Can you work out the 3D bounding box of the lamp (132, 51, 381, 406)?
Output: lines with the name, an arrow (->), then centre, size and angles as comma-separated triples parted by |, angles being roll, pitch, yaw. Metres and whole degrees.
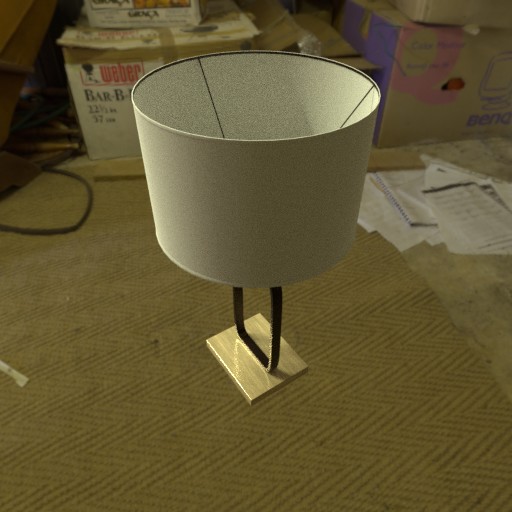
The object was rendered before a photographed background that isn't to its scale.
lamp -> 0.000, 0.000, 0.670 | 0.279, 0.508, 0.279 | -23, 46, -25
